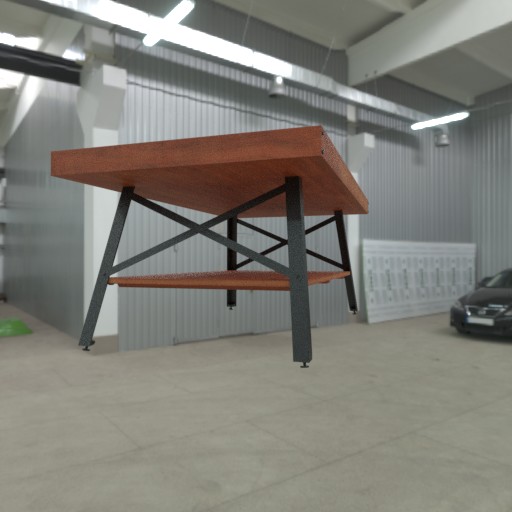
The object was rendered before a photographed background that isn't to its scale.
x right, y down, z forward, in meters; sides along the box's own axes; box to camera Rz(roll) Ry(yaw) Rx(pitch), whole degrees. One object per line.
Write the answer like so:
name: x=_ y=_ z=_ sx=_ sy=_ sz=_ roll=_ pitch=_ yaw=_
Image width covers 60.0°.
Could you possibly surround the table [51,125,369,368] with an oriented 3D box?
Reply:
table: x=0.000 y=0.000 z=1.394 sx=0.610 sy=0.457 sz=1.067 roll=0 pitch=-1 yaw=19
